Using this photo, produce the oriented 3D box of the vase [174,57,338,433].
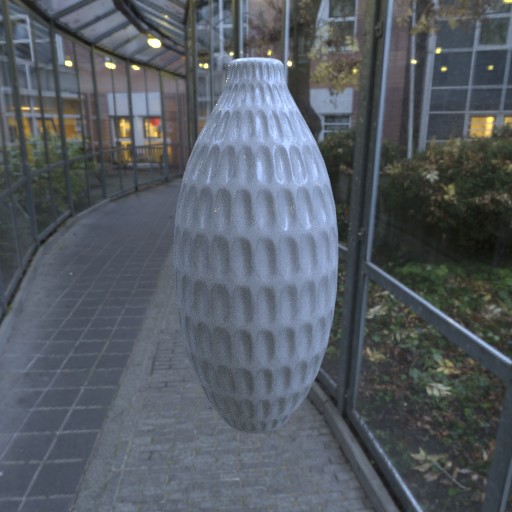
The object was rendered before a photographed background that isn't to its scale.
[{"bbox_3d":[0.000,0.000,0.347,0.127,0.282,0.127,0,16,0],"label":"vase"}]
